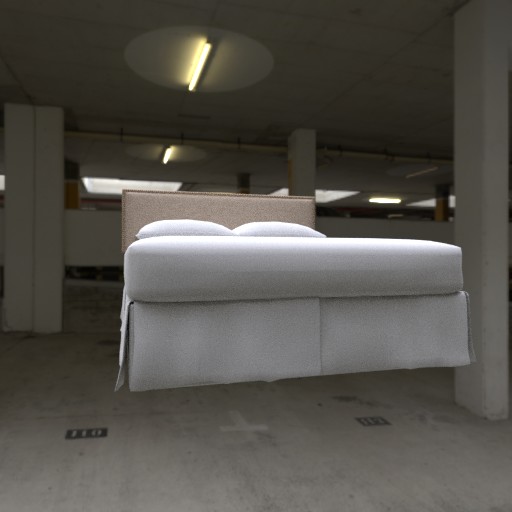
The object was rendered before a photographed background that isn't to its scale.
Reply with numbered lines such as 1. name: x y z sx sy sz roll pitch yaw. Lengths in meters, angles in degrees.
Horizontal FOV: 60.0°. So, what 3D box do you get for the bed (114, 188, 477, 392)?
1. bed: 0.000 0.000 2.707 1.616 1.016 1.876 0 0 -17
